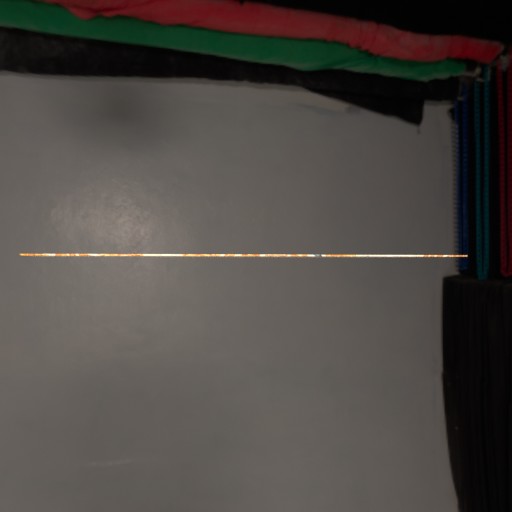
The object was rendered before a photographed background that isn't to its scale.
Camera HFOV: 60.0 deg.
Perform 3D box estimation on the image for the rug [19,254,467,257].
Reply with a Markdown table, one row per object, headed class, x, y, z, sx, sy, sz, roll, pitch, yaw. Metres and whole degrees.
| class | x | y | z | sx | sy | sz | roll | pitch | yaw |
| --- | --- | --- | --- | --- | --- | --- | --- | --- | --- |
| rug | 0.000 | 0.000 | 2.683 | 2.437 | 0.010 | 0.783 | 0 | 0 | -17 |
